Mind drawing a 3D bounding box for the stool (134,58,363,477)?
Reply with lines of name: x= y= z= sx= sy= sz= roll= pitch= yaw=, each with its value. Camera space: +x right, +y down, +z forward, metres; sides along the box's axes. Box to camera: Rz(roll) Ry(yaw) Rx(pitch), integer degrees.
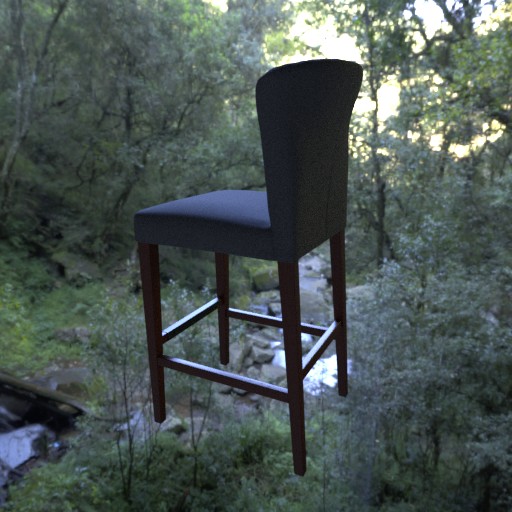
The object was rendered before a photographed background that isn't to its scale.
stool: x=0.000 y=0.000 z=1.354 sx=0.568 sy=1.069 sz=0.481 roll=8 pitch=18 yaw=26
